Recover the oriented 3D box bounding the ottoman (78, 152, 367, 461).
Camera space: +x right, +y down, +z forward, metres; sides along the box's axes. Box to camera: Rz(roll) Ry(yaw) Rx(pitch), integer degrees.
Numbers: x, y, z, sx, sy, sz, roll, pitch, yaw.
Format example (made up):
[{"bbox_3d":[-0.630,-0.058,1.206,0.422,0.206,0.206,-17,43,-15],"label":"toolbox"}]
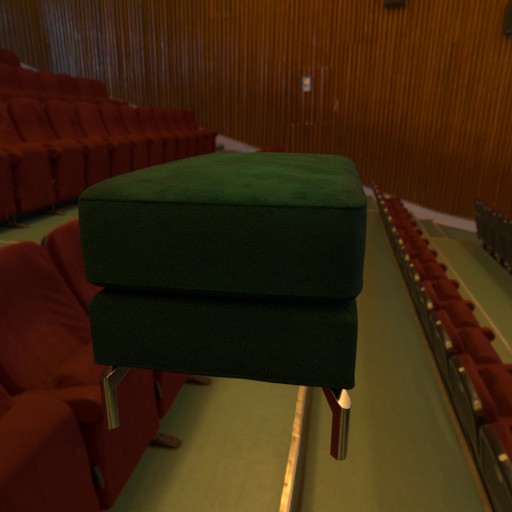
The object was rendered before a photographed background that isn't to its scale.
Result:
[{"bbox_3d":[0.000,0.000,1.226,0.536,0.533,0.886,3,17,10],"label":"ottoman"}]
